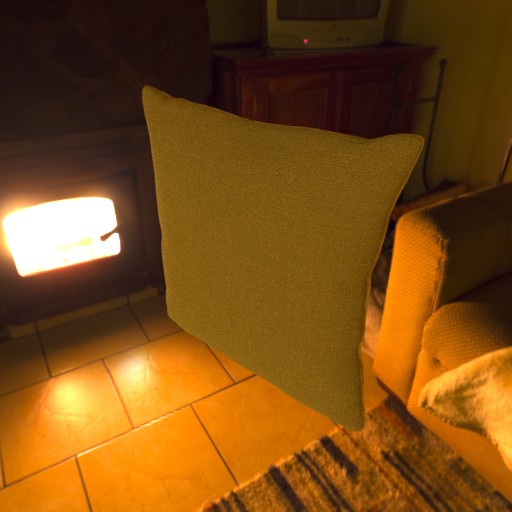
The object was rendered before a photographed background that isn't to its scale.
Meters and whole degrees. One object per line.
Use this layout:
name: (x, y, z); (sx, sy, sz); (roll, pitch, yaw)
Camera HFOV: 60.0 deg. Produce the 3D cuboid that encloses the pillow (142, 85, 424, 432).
pillow: (0.000, 0.000, 0.655); (0.429, 0.436, 0.159); (22, 37, 33)
